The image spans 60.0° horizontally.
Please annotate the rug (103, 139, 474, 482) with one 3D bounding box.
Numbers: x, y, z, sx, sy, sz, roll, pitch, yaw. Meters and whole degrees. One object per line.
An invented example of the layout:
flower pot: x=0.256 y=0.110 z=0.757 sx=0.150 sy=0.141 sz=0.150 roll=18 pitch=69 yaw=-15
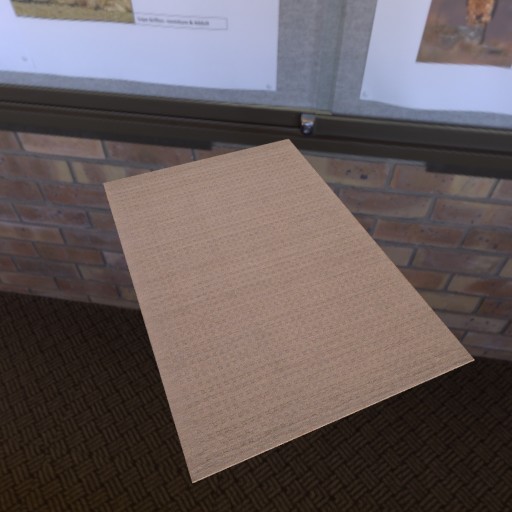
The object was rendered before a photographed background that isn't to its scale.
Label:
rug: x=0.000 y=0.000 z=3.635 sx=1.981 sy=0.006 sz=2.895 roll=-17 pitch=50 yaw=-15
